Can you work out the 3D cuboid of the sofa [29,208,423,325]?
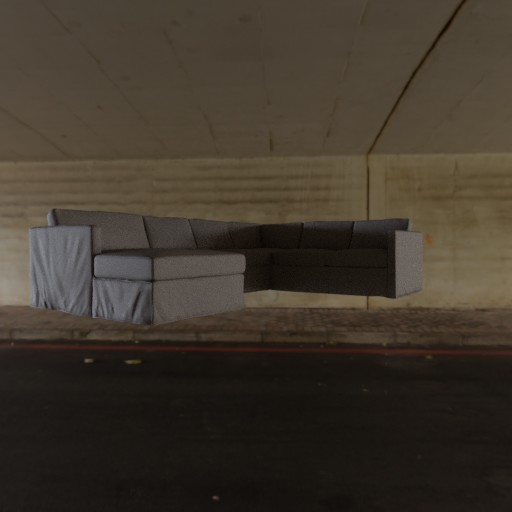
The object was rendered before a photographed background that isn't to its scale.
[{"bbox_3d":[0.000,0.000,4.593,2.476,0.878,3.528,1,2,36],"label":"sofa"}]
